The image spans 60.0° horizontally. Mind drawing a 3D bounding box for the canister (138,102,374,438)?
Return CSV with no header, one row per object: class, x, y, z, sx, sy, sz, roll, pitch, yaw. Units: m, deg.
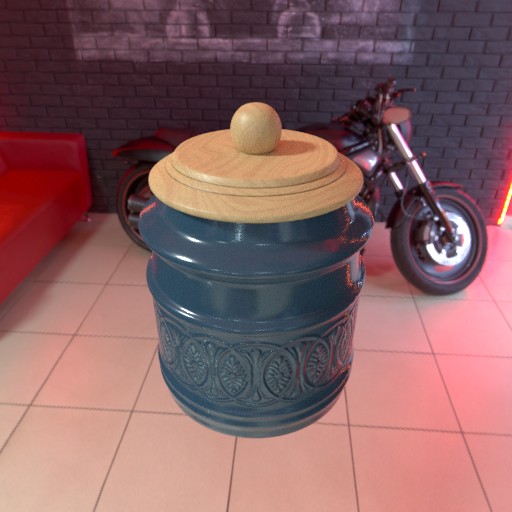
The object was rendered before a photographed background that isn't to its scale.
canister,0.000,0.000,0.265,0.130,0.176,0.130,0,31,0
